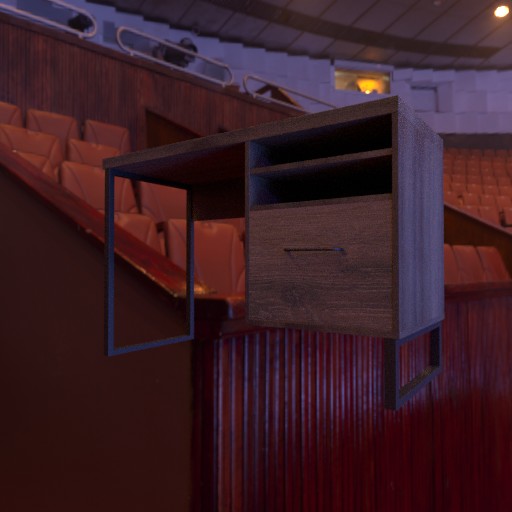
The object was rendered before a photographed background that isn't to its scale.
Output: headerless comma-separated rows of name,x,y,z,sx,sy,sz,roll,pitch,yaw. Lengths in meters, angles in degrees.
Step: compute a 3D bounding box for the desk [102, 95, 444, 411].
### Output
desk,0.000,0.000,1.556,1.134,0.752,0.511,-1,-1,35
